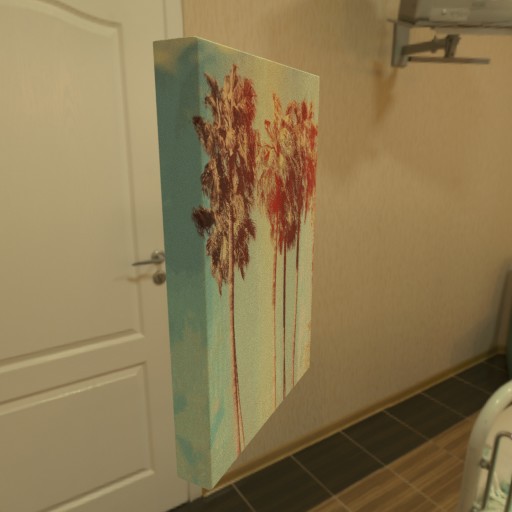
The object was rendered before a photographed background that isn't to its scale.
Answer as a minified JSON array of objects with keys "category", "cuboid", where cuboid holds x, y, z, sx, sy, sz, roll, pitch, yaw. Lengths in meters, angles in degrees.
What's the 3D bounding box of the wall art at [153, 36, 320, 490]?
[{"category":"wall art","cuboid":[0.000,0.000,0.469,0.039,0.380,0.251,8,17,26]}]
